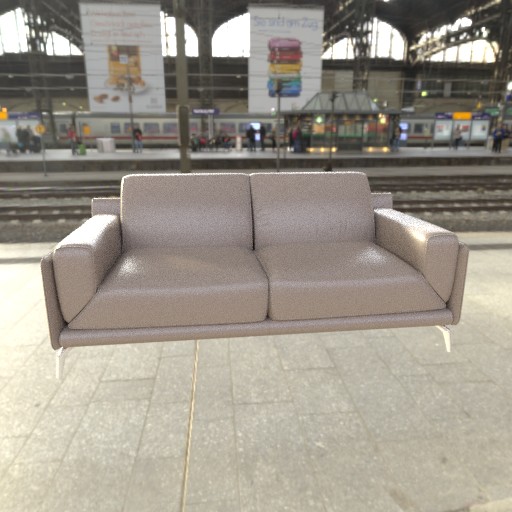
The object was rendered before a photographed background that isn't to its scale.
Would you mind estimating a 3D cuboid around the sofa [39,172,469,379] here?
[{"bbox_3d":[0.000,0.000,2.578,2.101,0.930,1.049,-2,16,-8],"label":"sofa"}]
